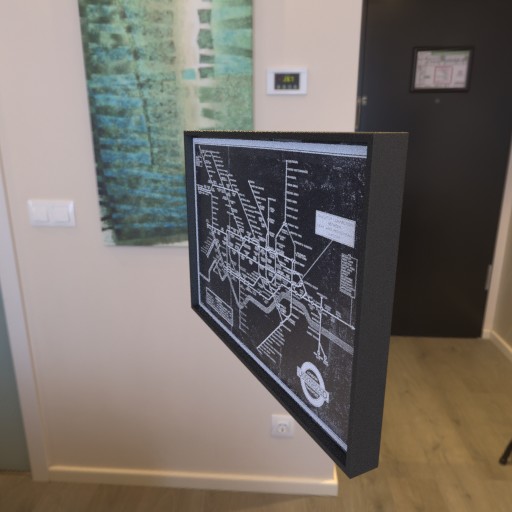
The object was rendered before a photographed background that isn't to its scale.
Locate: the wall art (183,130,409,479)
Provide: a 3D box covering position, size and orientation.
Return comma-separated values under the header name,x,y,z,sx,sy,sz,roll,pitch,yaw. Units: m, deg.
name,x,y,z,sx,sy,sz,roll,pitch,yaw
wall art,0.000,0.000,0.841,0.051,0.456,0.671,-8,18,-26
